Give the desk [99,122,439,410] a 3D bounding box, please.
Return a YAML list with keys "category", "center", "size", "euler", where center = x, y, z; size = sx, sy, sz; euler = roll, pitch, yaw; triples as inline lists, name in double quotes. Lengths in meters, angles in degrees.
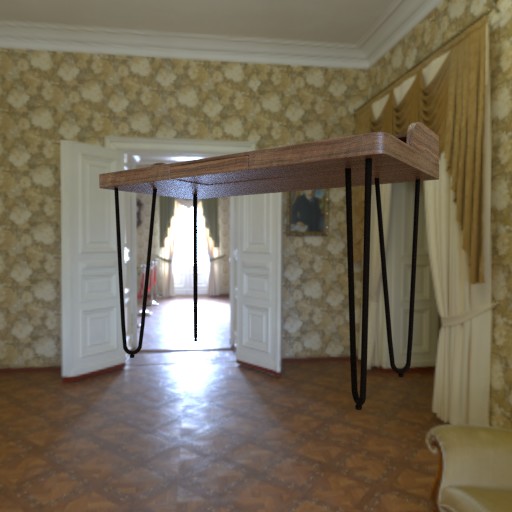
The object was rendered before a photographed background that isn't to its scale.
- category: "desk"
  center: [0.000, 0.000, 1.704]
  size: [1.200, 0.854, 0.565]
  euler: [1, 2, 36]
